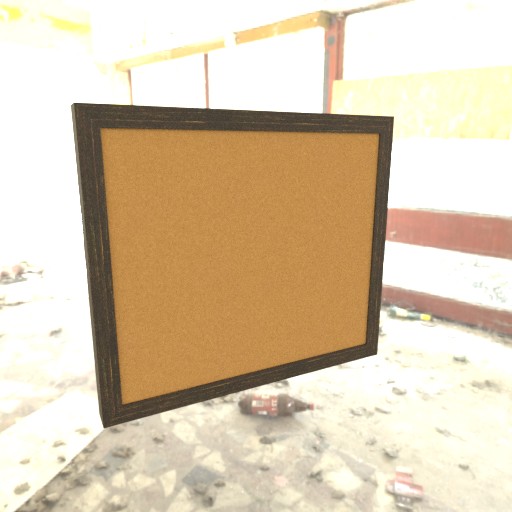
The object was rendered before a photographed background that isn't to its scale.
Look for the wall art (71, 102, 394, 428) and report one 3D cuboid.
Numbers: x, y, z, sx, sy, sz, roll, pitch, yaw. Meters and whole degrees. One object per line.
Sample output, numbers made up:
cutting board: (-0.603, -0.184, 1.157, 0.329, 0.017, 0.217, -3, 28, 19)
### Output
wall art: (0.000, 0.000, 0.532, 0.381, 0.330, 0.031, -7, 15, -27)
